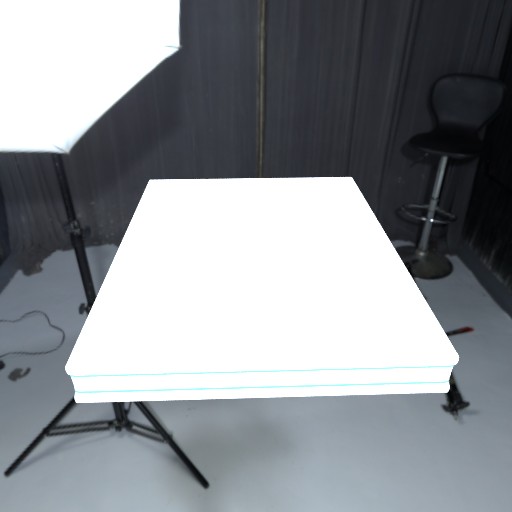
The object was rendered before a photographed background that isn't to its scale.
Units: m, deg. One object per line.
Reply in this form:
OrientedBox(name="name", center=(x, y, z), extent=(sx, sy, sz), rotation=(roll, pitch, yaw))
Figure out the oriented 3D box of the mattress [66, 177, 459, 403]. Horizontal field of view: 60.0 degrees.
OrientedBox(name="mattress", center=(0.000, 0.000, 2.697), extent=(1.600, 0.230, 2.000), rotation=(-1, 31, -2))
